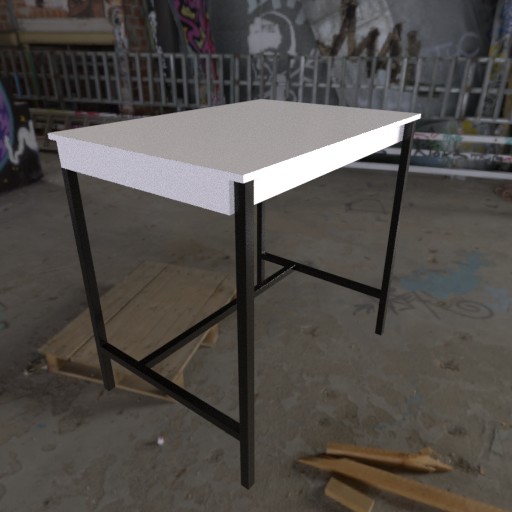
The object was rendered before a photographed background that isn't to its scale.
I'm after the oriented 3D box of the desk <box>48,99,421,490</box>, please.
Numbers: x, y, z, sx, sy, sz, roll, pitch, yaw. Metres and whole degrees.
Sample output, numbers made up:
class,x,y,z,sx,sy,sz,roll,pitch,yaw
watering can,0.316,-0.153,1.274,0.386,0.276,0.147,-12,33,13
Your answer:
class,x,y,z,sx,sy,sz,roll,pitch,yaw
desk,0.000,0.000,1.309,0.573,0.766,0.811,19,32,33
